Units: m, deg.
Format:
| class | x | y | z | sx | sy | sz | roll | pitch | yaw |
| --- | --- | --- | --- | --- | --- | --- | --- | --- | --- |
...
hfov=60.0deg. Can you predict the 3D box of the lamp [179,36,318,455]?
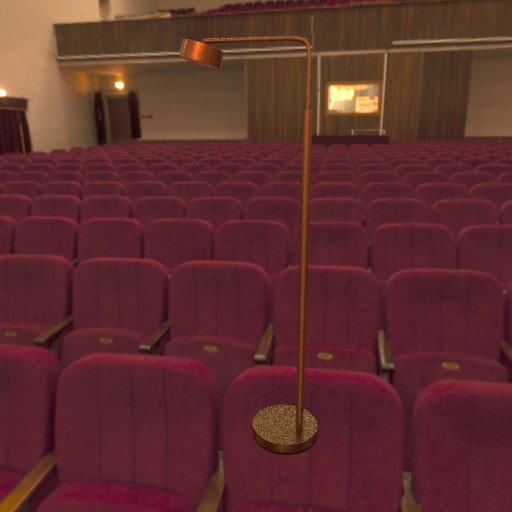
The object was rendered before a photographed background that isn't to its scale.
| class | x | y | z | sx | sy | sz | roll | pitch | yaw |
| --- | --- | --- | --- | --- | --- | --- | --- | --- | --- |
| lamp | 0.000 | 0.000 | 1.369 | 0.418 | 1.230 | 0.219 | 3 | 14 | 10 |
